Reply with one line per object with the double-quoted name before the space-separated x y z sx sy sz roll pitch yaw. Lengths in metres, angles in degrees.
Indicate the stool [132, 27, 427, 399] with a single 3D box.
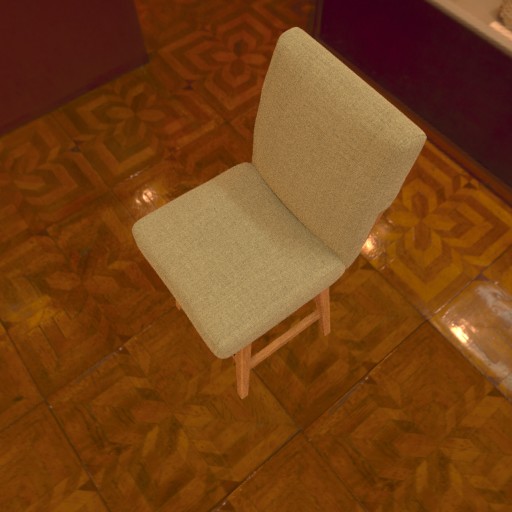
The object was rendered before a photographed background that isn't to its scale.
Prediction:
"stool" 0.000 0.000 1.367 0.569 1.106 0.483 -34 68 -16
